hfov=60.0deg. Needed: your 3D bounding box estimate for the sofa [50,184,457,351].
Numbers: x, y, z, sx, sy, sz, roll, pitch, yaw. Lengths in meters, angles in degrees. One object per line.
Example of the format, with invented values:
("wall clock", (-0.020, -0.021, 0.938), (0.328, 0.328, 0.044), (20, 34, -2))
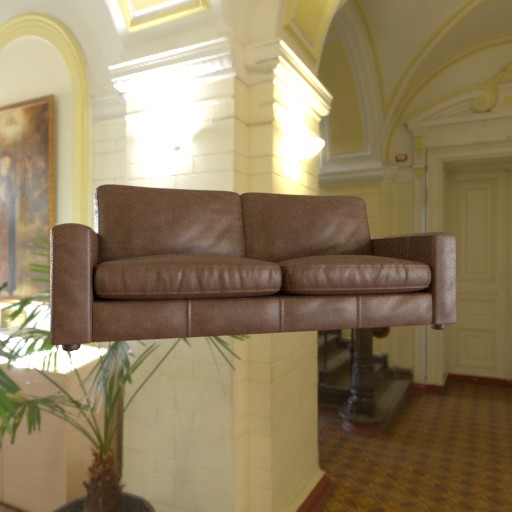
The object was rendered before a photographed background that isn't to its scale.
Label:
("sofa", (0.000, 0.000, 2.698), (2.179, 0.873, 1.016), (0, -1, -18))
